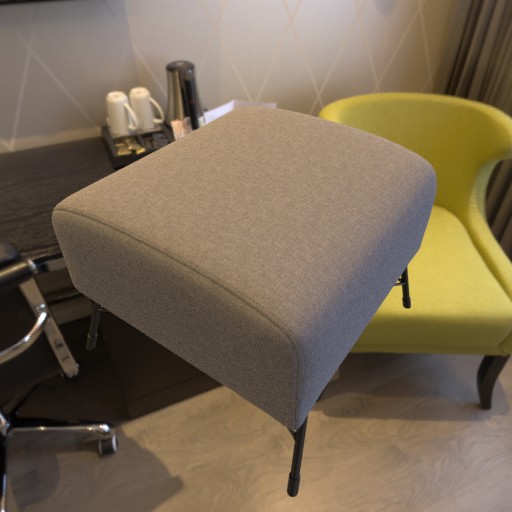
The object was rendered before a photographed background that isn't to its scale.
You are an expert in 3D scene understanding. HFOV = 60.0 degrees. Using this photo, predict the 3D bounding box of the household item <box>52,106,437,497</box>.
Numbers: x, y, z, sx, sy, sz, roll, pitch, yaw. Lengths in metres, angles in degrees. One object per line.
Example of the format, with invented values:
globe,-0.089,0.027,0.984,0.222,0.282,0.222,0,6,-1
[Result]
household item,0.000,0.000,0.869,0.530,0.410,0.530,25,46,26
